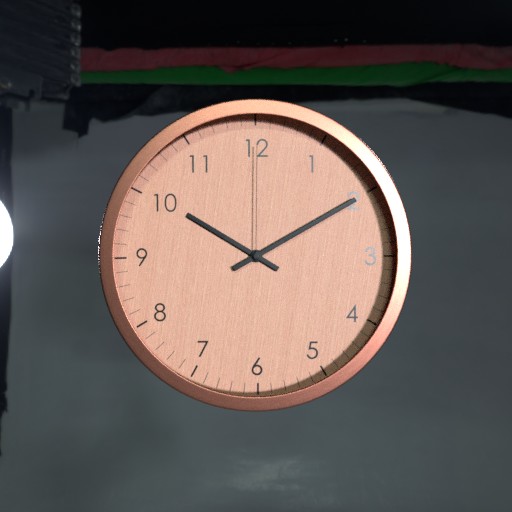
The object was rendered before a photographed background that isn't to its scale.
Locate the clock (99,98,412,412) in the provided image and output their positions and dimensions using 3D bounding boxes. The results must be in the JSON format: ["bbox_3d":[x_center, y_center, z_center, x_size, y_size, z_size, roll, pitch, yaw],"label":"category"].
[{"bbox_3d":[0.000,0.000,0.462,0.313,0.313,0.040,0,1,-1],"label":"clock"}]
